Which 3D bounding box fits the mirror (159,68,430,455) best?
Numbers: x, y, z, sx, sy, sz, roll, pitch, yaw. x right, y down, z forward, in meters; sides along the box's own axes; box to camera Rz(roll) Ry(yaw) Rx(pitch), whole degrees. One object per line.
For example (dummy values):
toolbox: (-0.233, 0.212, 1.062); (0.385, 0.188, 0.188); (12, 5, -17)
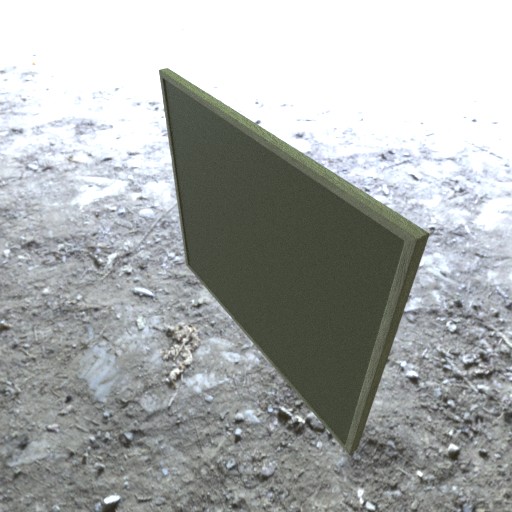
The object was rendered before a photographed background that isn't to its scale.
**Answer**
mirror: (0.000, 0.000, 1.119); (0.028, 0.689, 0.839); (-25, 47, -25)
